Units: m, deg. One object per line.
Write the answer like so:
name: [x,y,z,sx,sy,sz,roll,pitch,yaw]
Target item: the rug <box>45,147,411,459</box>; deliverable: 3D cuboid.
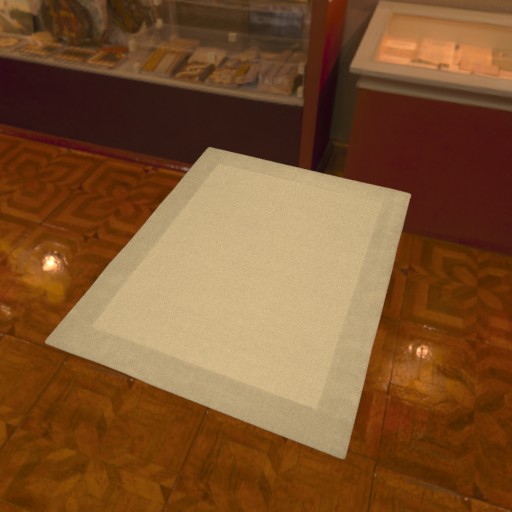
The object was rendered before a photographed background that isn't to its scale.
rug: [0.000,0.000,4.135,2.430,0.018,2.976,16,48,15]
